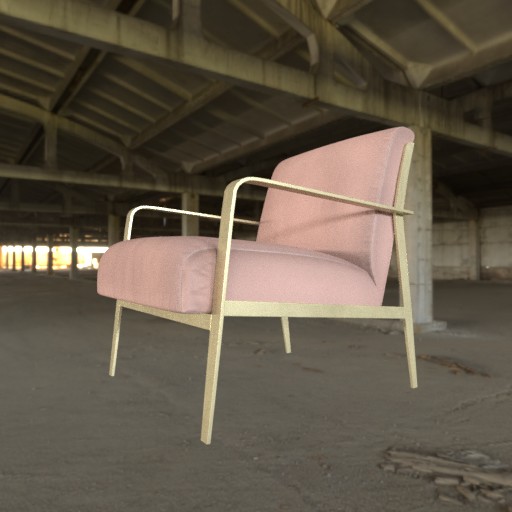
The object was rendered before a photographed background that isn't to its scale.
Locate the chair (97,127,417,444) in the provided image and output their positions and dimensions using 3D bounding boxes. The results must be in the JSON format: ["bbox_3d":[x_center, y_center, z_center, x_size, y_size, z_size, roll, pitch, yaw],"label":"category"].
[{"bbox_3d":[0.000,0.000,1.425,0.848,0.823,0.701,0,0,-35],"label":"chair"}]
